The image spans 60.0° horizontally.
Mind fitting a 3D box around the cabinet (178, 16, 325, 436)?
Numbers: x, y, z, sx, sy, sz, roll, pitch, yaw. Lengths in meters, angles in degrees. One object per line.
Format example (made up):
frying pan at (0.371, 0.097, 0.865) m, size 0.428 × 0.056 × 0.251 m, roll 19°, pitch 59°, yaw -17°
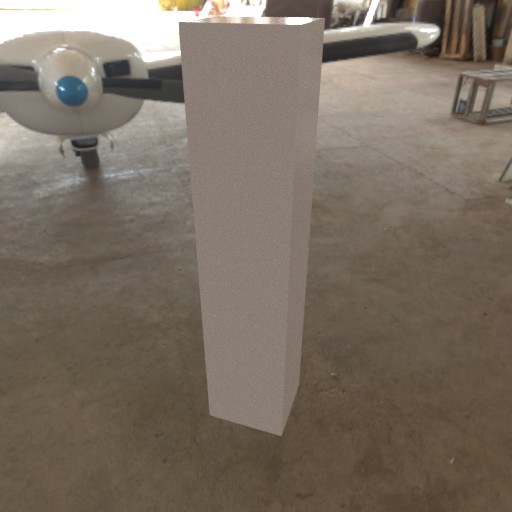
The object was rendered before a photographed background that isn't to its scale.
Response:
cabinet at (0.000, 0.000, 1.486) m, size 0.300 × 1.400 × 0.269 m, roll 10°, pitch 33°, yaw 16°
